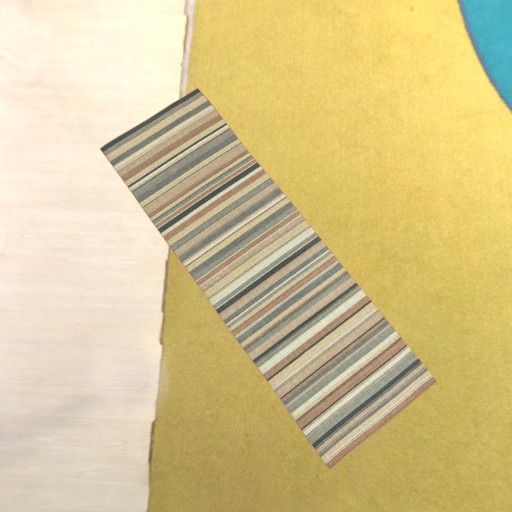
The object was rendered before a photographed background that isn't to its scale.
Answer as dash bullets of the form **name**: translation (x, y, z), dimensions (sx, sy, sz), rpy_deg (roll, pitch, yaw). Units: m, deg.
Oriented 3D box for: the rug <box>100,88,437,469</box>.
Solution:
- **rug**: translation (0.000, 0.000, 2.751), dimensions (0.799, 0.010, 2.444), rpy_deg (-35, 77, -9)
